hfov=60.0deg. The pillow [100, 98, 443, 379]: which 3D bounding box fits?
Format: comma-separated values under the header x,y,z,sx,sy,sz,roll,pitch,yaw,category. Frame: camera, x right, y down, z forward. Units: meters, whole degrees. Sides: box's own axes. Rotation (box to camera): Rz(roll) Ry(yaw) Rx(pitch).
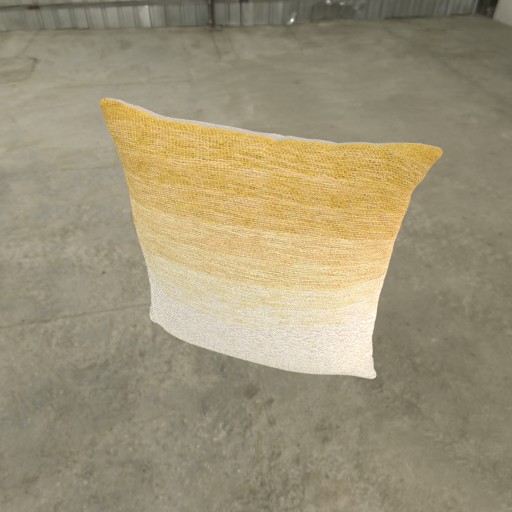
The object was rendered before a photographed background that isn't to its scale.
x,y,z,sx,sy,sz,roll,pitch,yaw,category
0.000,0.000,0.699,0.450,0.450,0.211,12,42,14,pillow
